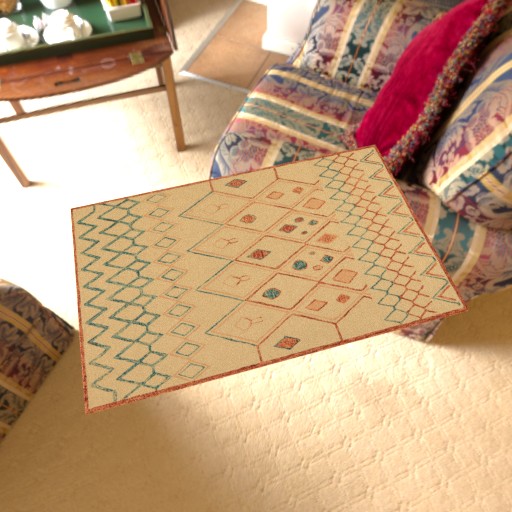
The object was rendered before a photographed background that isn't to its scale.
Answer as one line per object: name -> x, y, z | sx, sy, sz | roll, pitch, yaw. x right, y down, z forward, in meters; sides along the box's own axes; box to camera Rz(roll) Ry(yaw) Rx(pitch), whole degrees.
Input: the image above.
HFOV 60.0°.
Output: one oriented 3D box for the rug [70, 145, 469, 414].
rug -> 0.000, 0.000, 3.075 | 2.438, 0.015, 1.524 | -13, 60, -8
